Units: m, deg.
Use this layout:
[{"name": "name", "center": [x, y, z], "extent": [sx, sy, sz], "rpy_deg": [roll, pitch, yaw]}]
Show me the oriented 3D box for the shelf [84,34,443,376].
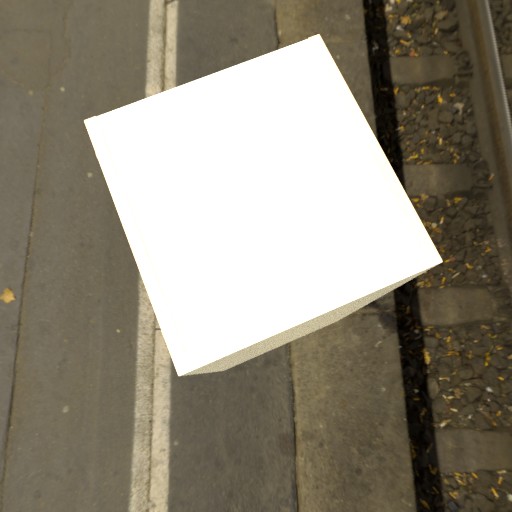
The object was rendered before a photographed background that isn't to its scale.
[{"name": "shelf", "center": [0.000, 0.000, 0.758], "extent": [0.290, 0.594, 0.297], "rpy_deg": [-22, 77, -5]}]
